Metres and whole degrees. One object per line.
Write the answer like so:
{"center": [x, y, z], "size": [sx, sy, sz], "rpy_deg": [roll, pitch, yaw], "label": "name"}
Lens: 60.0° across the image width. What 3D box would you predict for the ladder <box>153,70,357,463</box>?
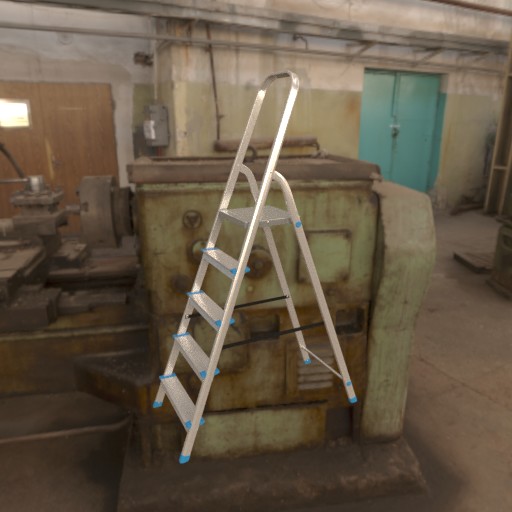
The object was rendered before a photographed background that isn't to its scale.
{"center": [0.000, 0.000, 2.123], "size": [0.990, 1.648, 0.468], "rpy_deg": [-9, 19, -26], "label": "ladder"}
